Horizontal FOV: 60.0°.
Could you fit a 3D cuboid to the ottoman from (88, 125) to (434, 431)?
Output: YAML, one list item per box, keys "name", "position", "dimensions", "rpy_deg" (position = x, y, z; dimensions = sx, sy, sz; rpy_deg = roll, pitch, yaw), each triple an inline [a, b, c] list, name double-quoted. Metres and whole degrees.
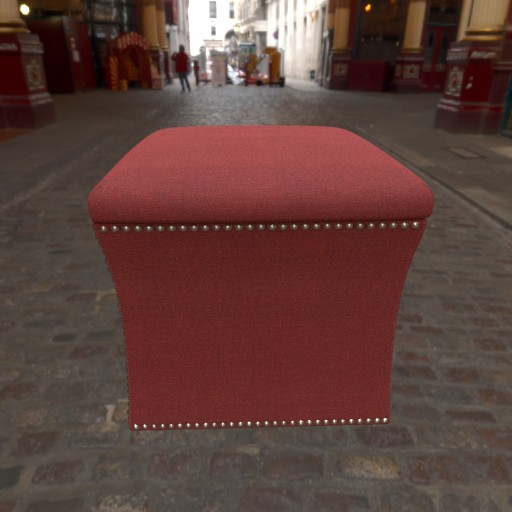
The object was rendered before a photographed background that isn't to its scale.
- name: "ottoman"
  position: [0.000, 0.000, 0.902]
  dimensions: [0.497, 0.475, 0.507]
  rpy_deg: [-1, 24, -2]
